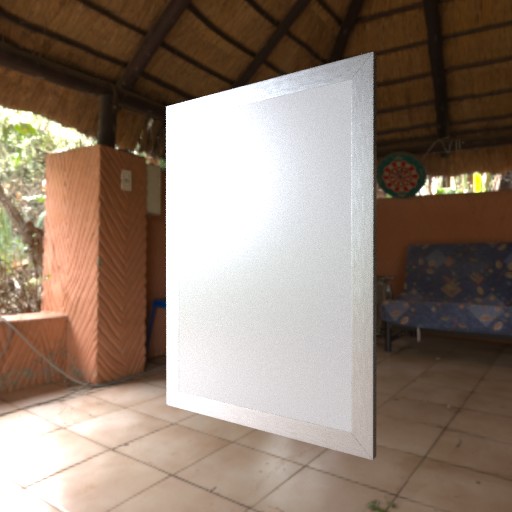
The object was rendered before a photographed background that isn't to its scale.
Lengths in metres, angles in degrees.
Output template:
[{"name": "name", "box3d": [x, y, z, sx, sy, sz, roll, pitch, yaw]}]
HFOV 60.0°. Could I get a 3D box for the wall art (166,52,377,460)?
[{"name": "wall art", "box3d": [0.000, 0.000, 0.685, 0.376, 0.529, 0.013, 0, 0, 34]}]
